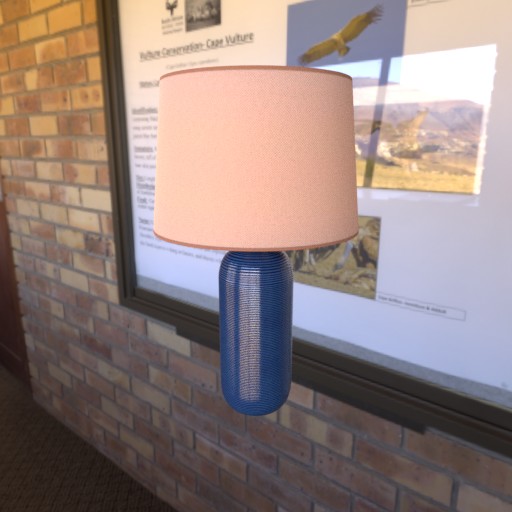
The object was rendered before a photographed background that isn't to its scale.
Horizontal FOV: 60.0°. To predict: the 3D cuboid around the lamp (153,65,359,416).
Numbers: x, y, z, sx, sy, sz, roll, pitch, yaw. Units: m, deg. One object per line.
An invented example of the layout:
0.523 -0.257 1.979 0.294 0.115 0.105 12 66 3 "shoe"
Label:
0.000 0.000 0.825 0.367 0.609 0.367 0 14 0 "lamp"
